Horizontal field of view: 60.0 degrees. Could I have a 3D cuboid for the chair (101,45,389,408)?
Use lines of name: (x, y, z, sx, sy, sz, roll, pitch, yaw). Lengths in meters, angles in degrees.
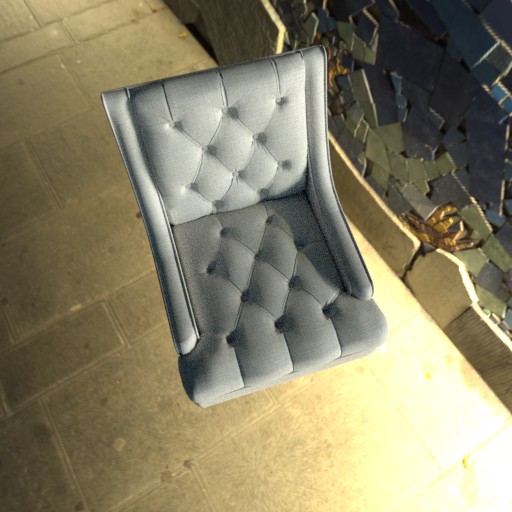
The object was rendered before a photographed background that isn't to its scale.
chair: (0.000, 0.000, 1.442, 0.658, 0.891, 0.772, -15, 65, -7)
